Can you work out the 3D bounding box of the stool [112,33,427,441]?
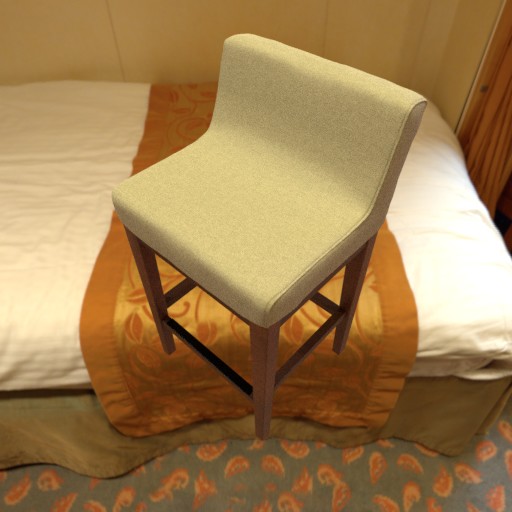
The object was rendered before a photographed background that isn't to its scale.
[{"bbox_3d":[0.000,0.000,1.204,0.511,0.937,0.500,34,55,28],"label":"stool"}]
